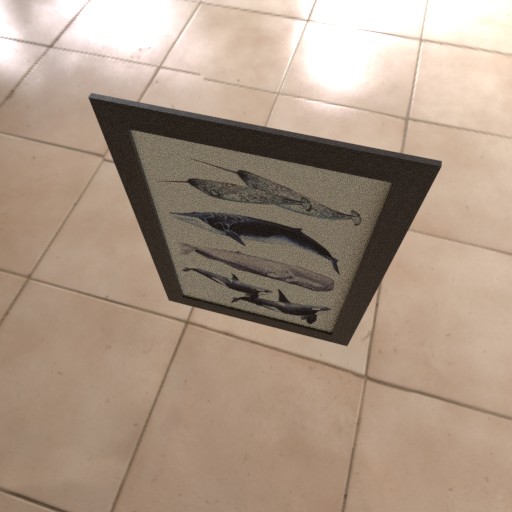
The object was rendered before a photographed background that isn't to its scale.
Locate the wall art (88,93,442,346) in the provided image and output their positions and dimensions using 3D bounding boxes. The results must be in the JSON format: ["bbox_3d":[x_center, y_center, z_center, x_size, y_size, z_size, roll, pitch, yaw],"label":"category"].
[{"bbox_3d":[0.000,0.000,1.466,0.810,1.116,0.016,13,60,8],"label":"wall art"}]
